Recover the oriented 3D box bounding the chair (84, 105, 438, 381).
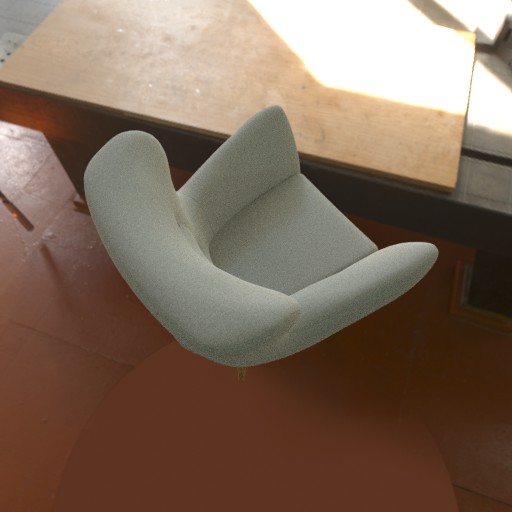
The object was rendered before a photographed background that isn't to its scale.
[{"bbox_3d":[0.000,0.000,1.618,0.889,0.889,0.890,-33,65,-17],"label":"chair"}]
